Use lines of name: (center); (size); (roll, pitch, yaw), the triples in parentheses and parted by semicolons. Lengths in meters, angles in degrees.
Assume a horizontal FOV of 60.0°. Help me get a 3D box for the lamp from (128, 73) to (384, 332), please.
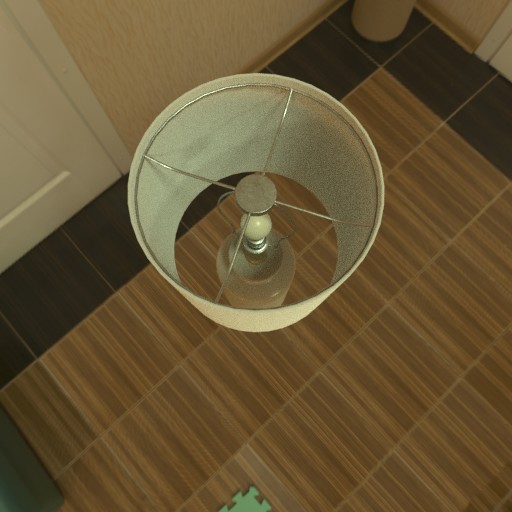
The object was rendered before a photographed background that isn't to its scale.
lamp: (0.000, 0.000, 0.604); (0.212, 0.493, 0.212); (18, 77, 4)
